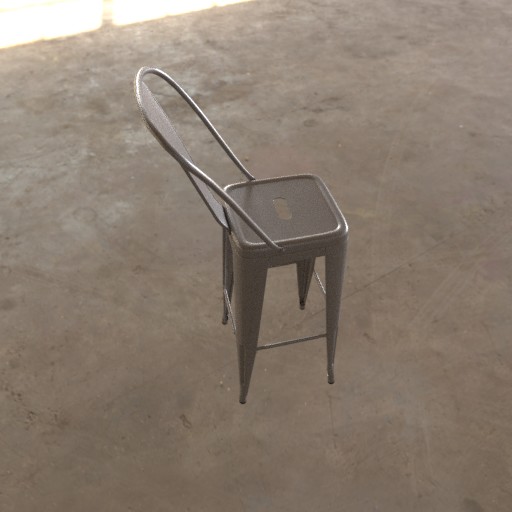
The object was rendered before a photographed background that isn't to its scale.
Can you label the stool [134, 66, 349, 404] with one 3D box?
[{"bbox_3d":[0.000,0.000,1.336,0.513,1.096,0.399,-10,46,-9],"label":"stool"}]
